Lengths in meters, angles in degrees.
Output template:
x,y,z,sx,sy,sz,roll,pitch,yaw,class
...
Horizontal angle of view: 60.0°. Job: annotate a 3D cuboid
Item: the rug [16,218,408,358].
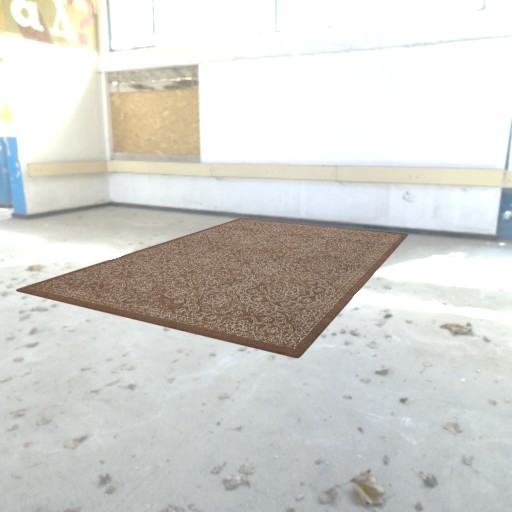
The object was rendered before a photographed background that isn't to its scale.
x,y,z,sx,sy,sz,roll,pitch,yaw,class
0.000,0.000,2.280,1.219,0.010,1.829,8,17,26,rug
